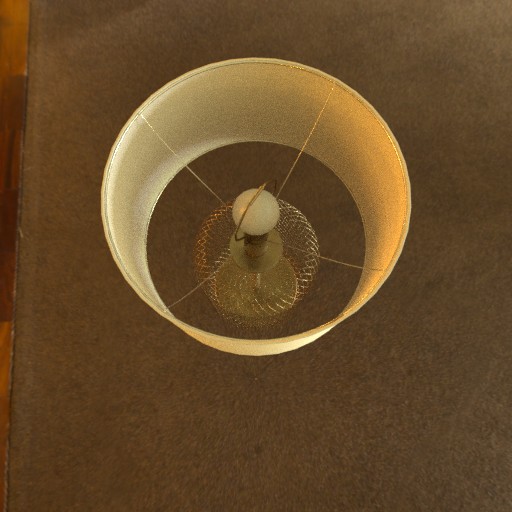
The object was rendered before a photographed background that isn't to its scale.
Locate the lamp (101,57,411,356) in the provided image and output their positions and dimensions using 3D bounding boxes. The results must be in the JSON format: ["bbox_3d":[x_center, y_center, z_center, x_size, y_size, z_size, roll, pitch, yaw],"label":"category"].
[{"bbox_3d":[0.000,0.000,0.783,0.353,0.578,0.353,0,75,0],"label":"lamp"}]
